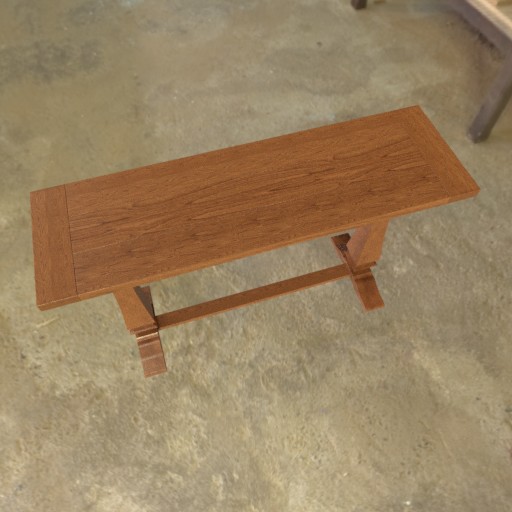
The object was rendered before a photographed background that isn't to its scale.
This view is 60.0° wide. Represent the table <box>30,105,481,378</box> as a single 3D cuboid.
[{"bbox_3d":[0.000,0.000,1.878,1.478,0.852,0.461,-15,60,-9],"label":"table"}]
